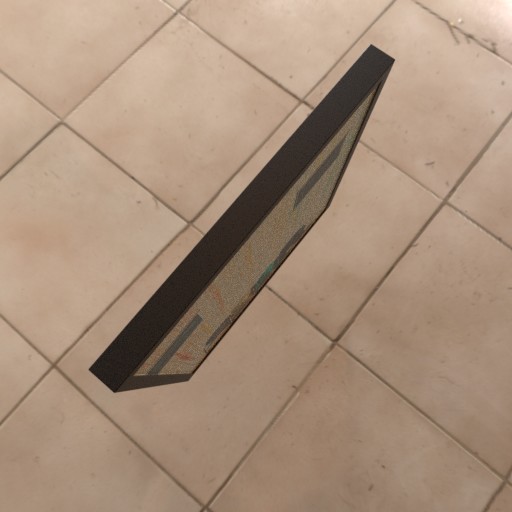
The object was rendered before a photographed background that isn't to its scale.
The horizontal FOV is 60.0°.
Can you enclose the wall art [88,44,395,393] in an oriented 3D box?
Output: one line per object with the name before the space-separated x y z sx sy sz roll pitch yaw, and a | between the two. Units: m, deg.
wall art | 0.000 0.000 0.747 0.037 0.506 0.506 38 79 9
